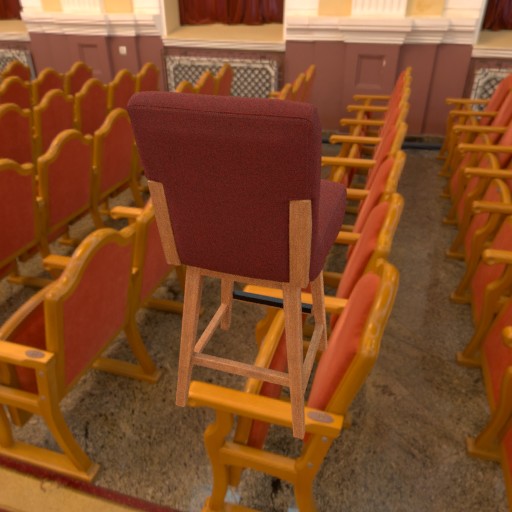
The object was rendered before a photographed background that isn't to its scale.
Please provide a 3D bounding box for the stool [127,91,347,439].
[{"bbox_3d":[0.000,0.000,1.360,0.468,1.038,0.562,9,32,15],"label":"stool"}]
